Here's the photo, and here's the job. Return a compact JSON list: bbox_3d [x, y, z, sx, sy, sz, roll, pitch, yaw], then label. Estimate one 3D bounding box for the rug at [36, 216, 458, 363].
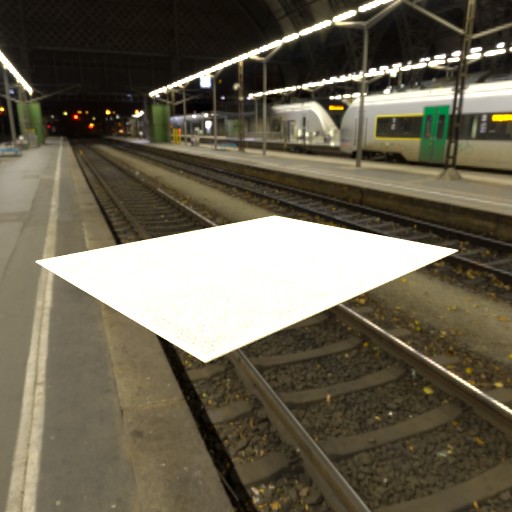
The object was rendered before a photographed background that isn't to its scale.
[{"bbox_3d":[0.000,0.000,4.079,3.050,0.015,2.441,-15,22,-42],"label":"rug"}]
